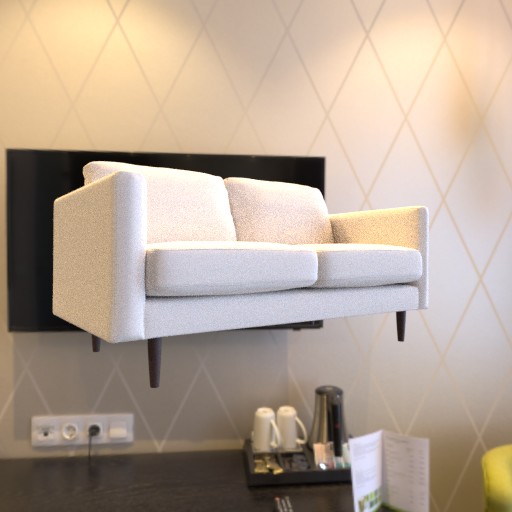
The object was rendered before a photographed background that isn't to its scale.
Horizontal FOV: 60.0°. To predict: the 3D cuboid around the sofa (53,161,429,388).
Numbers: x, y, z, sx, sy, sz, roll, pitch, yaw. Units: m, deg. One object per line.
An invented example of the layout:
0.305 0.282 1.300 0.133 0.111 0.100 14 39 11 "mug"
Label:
0.000 0.000 2.212 1.713 0.893 0.940 0 0 -36 "sofa"
